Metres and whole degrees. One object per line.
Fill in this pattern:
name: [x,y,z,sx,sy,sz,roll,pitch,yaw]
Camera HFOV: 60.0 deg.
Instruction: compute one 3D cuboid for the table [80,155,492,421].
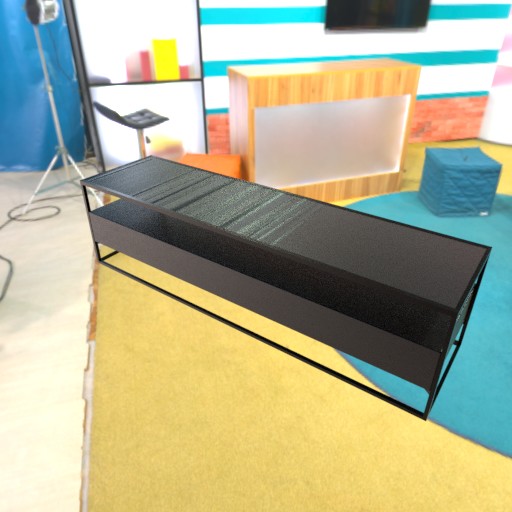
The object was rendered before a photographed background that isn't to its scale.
table: [0.000,0.000,1.682,1.486,0.395,0.399,20,37,30]
